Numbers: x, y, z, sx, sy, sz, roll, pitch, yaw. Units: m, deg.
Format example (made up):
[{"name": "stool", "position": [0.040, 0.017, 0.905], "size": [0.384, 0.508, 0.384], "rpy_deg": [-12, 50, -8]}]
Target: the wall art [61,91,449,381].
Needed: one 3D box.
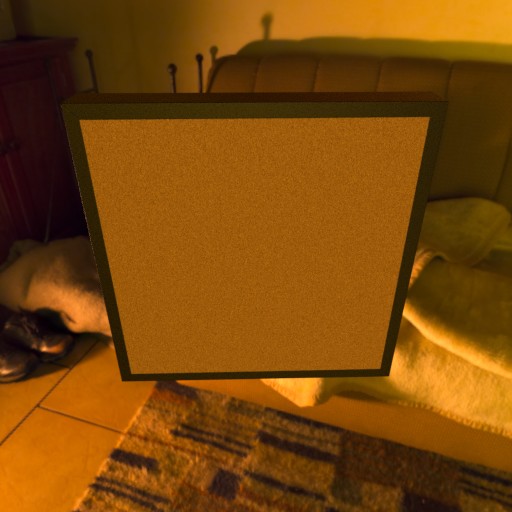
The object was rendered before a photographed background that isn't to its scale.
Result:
[{"name": "wall art", "position": [0.000, 0.000, 0.441], "size": [0.304, 0.304, 0.038], "rpy_deg": [-1, 31, -1]}]
